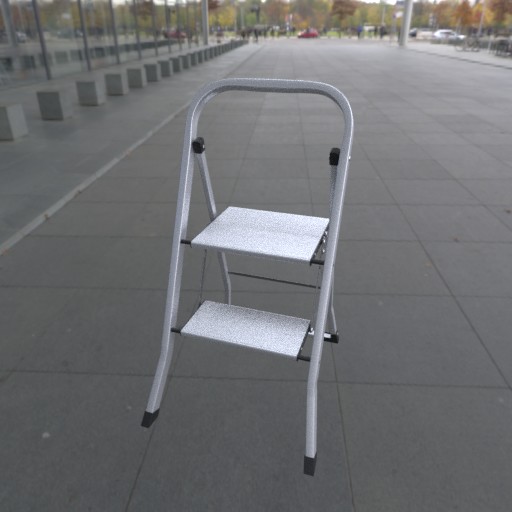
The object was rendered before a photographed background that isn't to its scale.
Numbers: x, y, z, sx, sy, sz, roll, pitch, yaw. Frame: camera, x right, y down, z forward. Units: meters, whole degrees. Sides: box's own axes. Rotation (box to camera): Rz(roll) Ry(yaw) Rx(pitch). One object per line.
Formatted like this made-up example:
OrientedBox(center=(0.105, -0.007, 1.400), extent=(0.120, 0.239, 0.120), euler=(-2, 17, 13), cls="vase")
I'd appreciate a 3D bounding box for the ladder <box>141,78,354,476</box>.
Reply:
OrientedBox(center=(0.000, 0.000, 1.139), extent=(0.465, 0.830, 0.530), euler=(9, 28, 17), cls="ladder")
